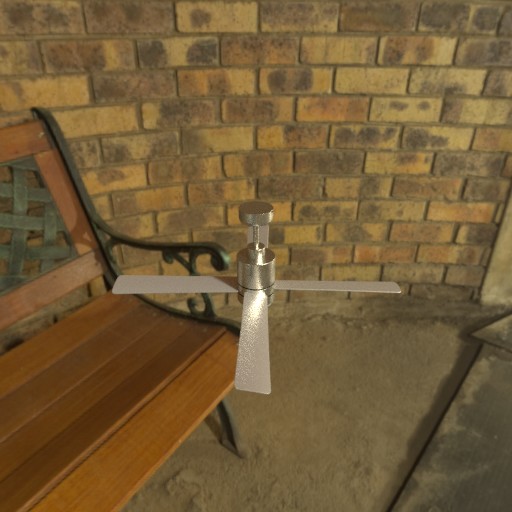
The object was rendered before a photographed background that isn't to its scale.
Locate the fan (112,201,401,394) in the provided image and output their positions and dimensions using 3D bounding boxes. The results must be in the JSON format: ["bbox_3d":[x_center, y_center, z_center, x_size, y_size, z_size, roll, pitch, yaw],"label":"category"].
[{"bbox_3d":[0.000,0.000,2.295,1.525,0.539,1.525,1,29,1],"label":"fan"}]
